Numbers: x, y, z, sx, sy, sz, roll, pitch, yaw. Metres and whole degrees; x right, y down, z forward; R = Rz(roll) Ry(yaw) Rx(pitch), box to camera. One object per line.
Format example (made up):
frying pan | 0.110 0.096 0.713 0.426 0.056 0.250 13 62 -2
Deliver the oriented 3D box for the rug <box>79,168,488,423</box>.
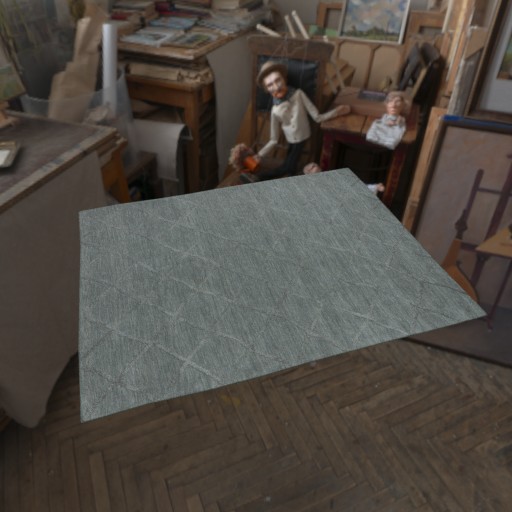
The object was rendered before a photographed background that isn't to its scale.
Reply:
rug | 0.000 0.000 3.973 3.048 0.013 2.438 -11 42 -13
